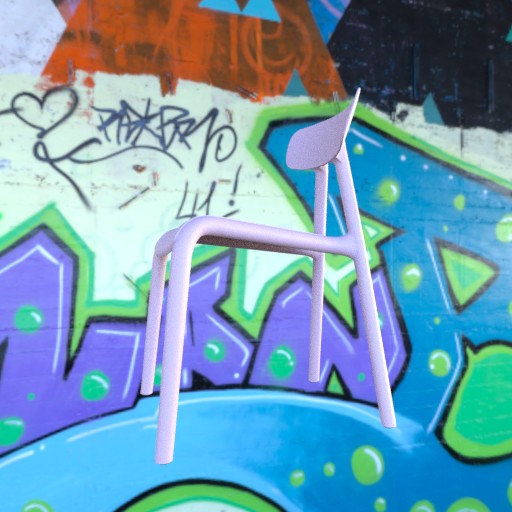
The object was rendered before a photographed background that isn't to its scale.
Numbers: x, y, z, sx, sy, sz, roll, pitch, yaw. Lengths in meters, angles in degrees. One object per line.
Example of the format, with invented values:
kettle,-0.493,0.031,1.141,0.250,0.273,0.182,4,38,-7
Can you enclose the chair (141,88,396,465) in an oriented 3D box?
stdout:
chair,0.000,0.000,0.836,0.401,0.580,0.356,0,-1,-18
